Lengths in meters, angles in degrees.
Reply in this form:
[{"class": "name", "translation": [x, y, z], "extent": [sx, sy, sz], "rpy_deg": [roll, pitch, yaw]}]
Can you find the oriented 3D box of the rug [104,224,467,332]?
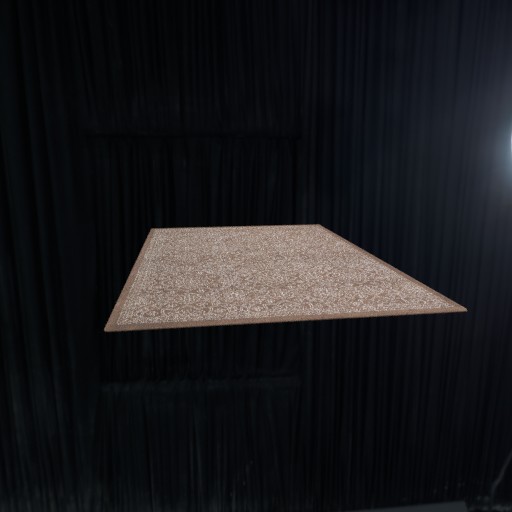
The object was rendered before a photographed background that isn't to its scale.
[{"class": "rug", "translation": [0.000, 0.000, 2.911], "extent": [1.524, 0.011, 2.286], "rpy_deg": [-2, 14, -8]}]
